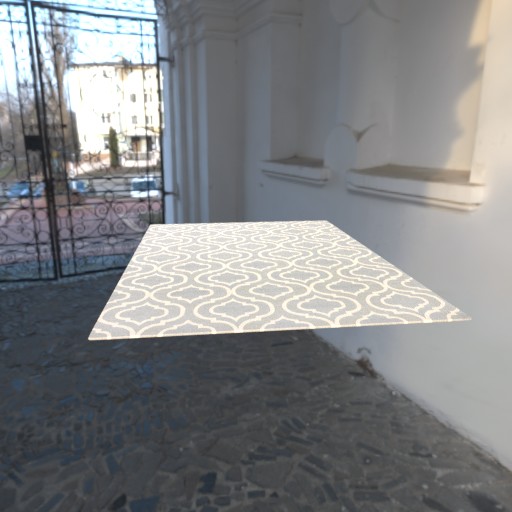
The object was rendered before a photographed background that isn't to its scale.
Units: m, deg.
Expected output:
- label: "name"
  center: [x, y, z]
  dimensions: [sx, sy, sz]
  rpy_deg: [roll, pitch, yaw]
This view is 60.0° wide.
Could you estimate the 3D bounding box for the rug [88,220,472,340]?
- label: "rug"
  center: [0.000, 0.000, 2.642]
  dimensions: [1.451, 0.010, 2.080]
  rpy_deg: [-2, 15, -7]
